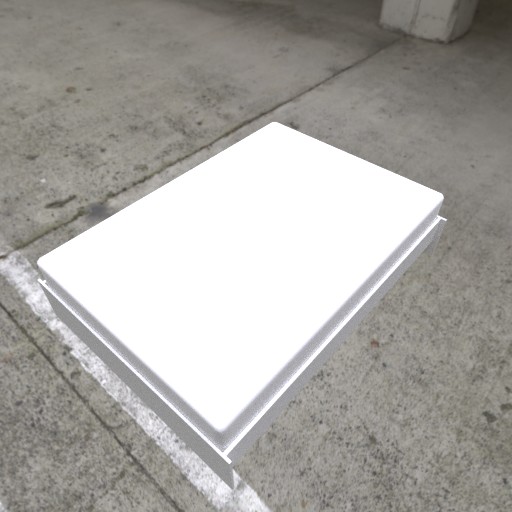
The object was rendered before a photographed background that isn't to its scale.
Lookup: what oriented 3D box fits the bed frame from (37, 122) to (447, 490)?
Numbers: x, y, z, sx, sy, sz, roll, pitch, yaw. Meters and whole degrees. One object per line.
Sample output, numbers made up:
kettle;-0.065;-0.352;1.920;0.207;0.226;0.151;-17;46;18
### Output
bed frame;0.000;0.000;2.628;1.445;0.497;1.945;32;54;28
